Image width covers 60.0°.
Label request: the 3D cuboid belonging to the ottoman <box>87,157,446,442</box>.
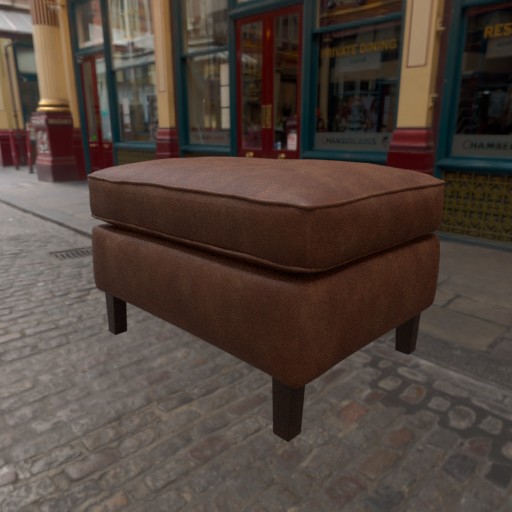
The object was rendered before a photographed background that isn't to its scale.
[{"bbox_3d":[0.000,0.000,0.991,0.665,0.418,0.501,15,21,43],"label":"ottoman"}]
